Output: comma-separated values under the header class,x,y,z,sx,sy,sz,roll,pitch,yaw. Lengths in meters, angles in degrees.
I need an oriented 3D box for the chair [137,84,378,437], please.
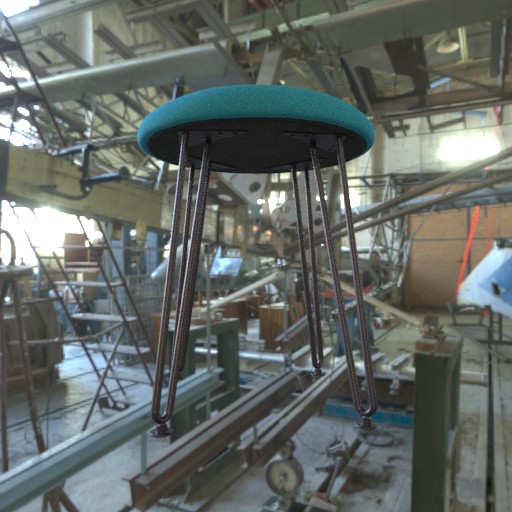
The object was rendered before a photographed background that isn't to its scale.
class,x,y,z,sx,sy,sz,roll,pitch,yaw
chair,0.000,0.000,0.674,0.350,0.430,0.350,0,-1,-18
